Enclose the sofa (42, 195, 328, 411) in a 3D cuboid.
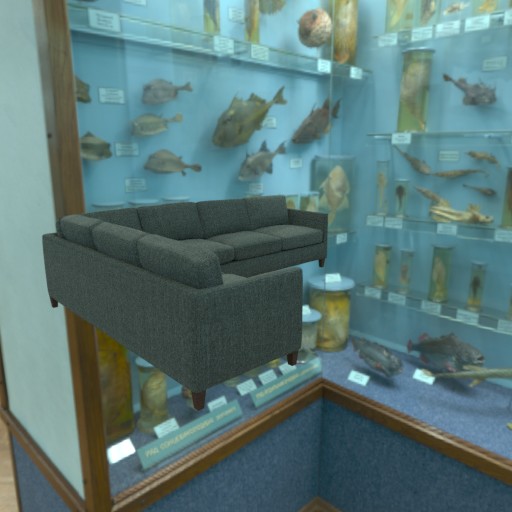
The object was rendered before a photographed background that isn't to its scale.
[{"bbox_3d":[0.000,0.000,4.478,3.302,0.947,2.593,-12,18,-41],"label":"sofa"}]
